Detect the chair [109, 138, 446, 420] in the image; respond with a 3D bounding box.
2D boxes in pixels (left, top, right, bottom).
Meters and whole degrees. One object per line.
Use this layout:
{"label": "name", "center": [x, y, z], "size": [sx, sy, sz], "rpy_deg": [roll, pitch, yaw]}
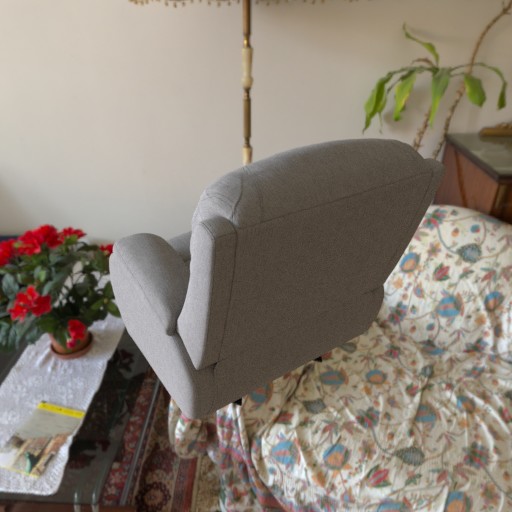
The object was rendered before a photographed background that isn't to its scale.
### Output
{"label": "chair", "center": [0.000, 0.000, 1.705], "size": [0.930, 1.011, 0.899], "rpy_deg": [-19, 35, -30]}
